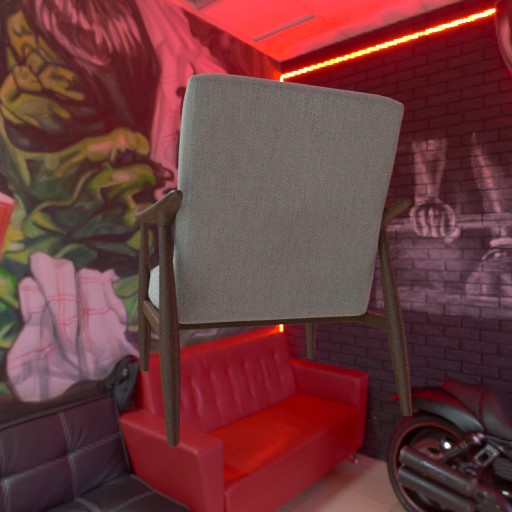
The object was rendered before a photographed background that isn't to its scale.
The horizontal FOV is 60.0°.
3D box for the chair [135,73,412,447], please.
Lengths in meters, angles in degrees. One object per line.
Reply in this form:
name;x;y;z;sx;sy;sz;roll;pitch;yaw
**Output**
chair;0.000;0.000;1.412;0.741;0.832;0.798;0;1;-18
